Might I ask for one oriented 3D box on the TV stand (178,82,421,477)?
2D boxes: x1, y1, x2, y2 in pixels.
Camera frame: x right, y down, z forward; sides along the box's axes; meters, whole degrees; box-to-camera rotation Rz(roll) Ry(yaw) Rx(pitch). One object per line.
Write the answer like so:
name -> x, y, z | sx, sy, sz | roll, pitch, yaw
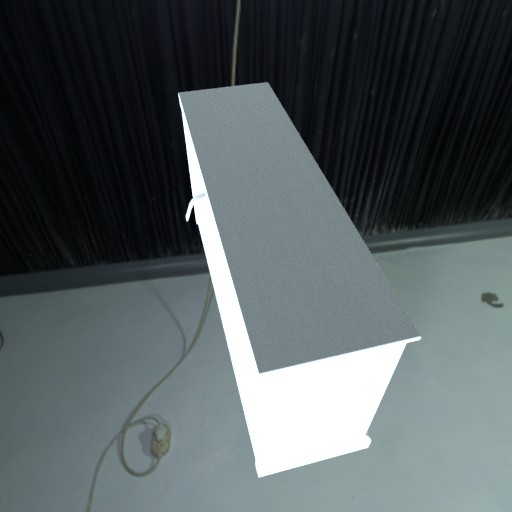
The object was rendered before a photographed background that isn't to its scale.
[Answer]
TV stand -> 0.000, 0.000, 1.496 | 0.424, 0.624, 1.187 | -10, 47, -10
